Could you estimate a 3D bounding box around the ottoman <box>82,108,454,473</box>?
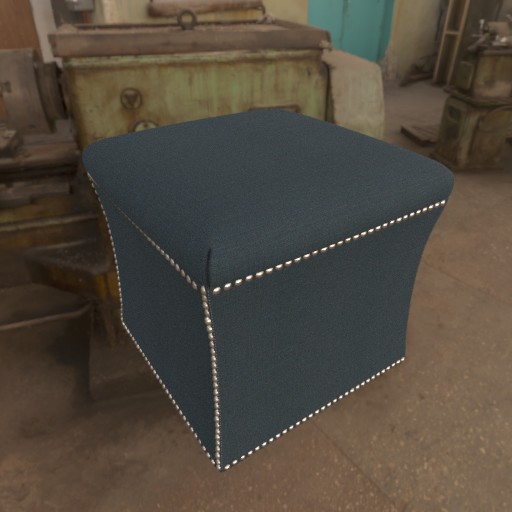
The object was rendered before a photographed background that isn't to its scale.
[{"bbox_3d":[0.000,0.000,0.891,0.497,0.475,0.507,-20,37,-28],"label":"ottoman"}]
